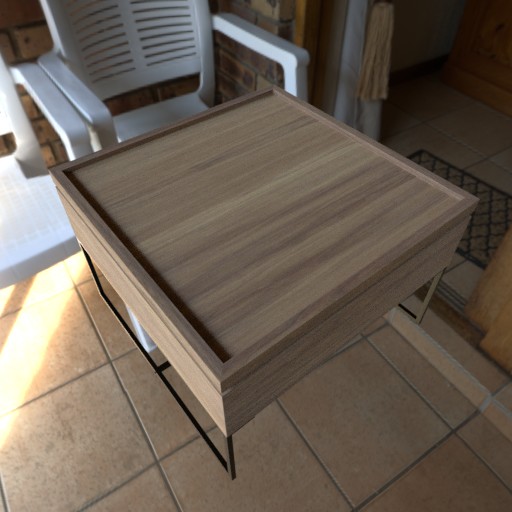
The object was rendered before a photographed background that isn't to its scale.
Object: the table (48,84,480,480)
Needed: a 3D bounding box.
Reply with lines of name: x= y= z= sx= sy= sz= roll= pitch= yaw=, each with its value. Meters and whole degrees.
table: x=0.000 y=0.000 z=1.145 sx=0.679 sy=0.464 sz=0.676 roll=-30 pitch=54 yaw=-25
